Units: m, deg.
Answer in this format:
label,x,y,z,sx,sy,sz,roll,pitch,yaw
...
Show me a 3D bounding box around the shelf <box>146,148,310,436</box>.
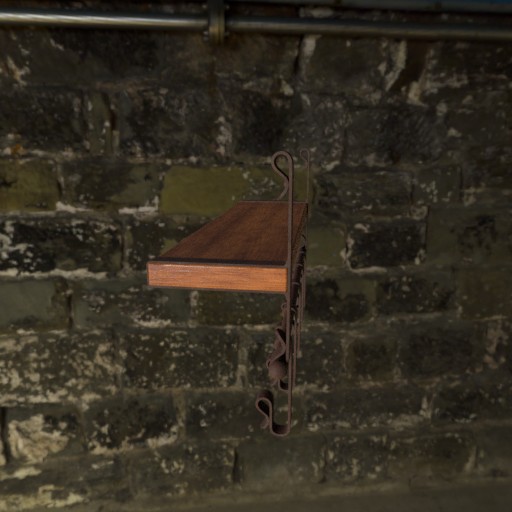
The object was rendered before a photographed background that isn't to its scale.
label,x,y,z,sx,sy,sz,roll,pitch,yaw
shelf,0.000,0.000,0.705,0.146,0.330,0.567,2,14,8
